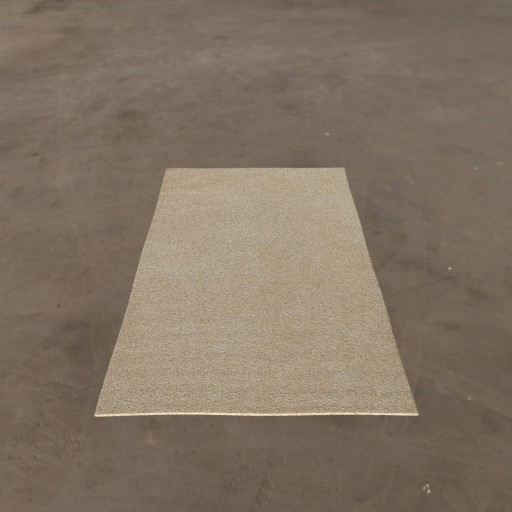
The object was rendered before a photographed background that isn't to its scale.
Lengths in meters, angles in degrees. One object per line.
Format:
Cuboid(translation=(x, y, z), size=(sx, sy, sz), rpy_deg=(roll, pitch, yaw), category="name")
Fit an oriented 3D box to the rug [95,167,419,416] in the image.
Cuboid(translation=(0.000, 0.000, 3.480), size=(1.800, 0.025, 2.699), rpy_deg=(0, 41, 0), category="rug")
